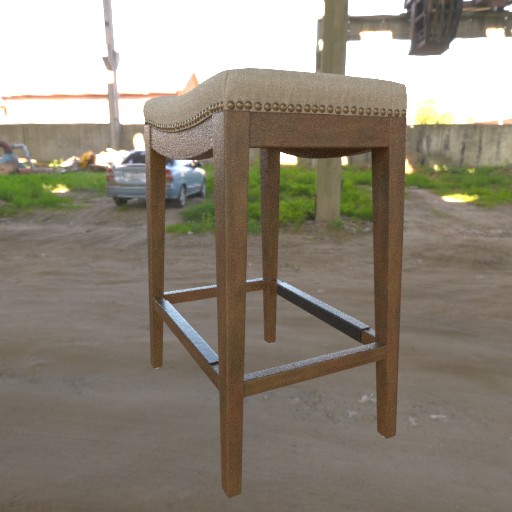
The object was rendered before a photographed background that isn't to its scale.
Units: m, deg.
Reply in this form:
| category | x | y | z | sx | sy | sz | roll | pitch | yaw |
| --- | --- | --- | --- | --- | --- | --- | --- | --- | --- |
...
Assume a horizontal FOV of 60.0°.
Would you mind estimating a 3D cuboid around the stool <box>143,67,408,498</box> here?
| category | x | y | z | sx | sy | sz | roll | pitch | yaw |
| --- | --- | --- | --- | --- | --- | --- | --- | --- | --- |
| stool | 0.000 | 0.000 | 0.929 | 0.356 | 0.660 | 0.508 | -7 | 15 | -26 |
